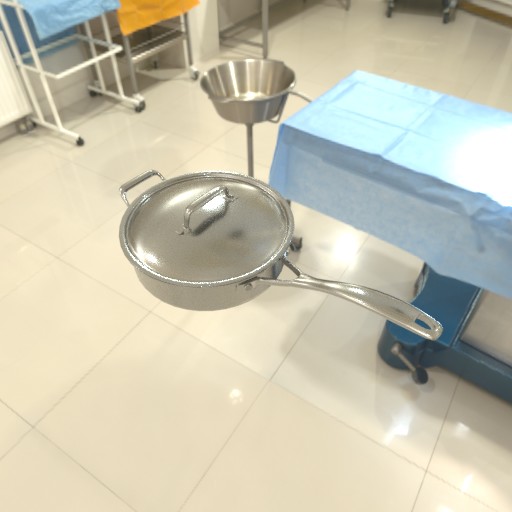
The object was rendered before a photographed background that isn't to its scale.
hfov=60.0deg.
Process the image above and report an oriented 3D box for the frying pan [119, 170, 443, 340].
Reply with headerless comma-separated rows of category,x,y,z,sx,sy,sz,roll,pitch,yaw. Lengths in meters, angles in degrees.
frying pan,0.000,0.000,0.595,0.492,0.111,0.245,31,53,27
